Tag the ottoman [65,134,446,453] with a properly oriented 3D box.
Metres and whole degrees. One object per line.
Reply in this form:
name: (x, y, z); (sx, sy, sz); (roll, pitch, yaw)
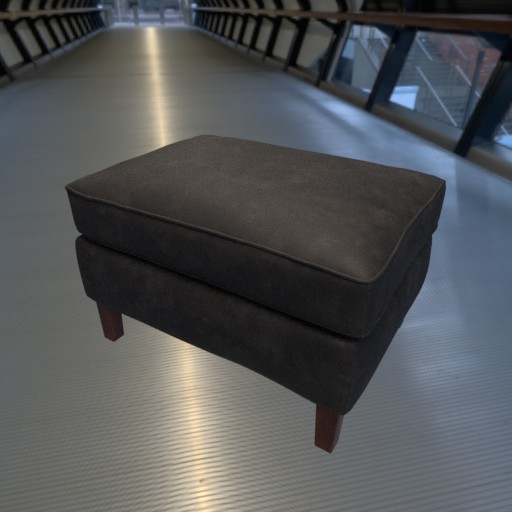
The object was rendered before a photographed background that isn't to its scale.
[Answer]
ottoman: (0.000, 0.000, 0.982); (0.665, 0.413, 0.501); (18, 35, 28)
